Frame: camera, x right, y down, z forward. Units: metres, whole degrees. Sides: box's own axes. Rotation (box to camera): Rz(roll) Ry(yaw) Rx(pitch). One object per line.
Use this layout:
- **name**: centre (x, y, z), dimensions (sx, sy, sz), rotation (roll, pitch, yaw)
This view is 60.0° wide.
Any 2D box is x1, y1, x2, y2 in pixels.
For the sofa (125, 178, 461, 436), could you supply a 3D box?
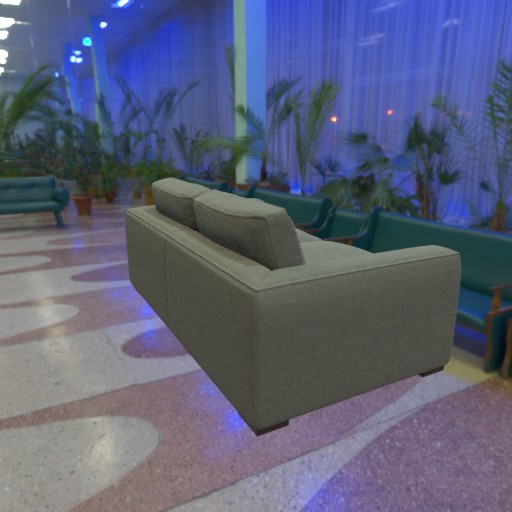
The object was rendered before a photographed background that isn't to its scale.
- **sofa**: centre (0.000, 0.000, 2.521), dimensions (1.069, 0.800, 1.920), rotation (-8, 17, -27)
